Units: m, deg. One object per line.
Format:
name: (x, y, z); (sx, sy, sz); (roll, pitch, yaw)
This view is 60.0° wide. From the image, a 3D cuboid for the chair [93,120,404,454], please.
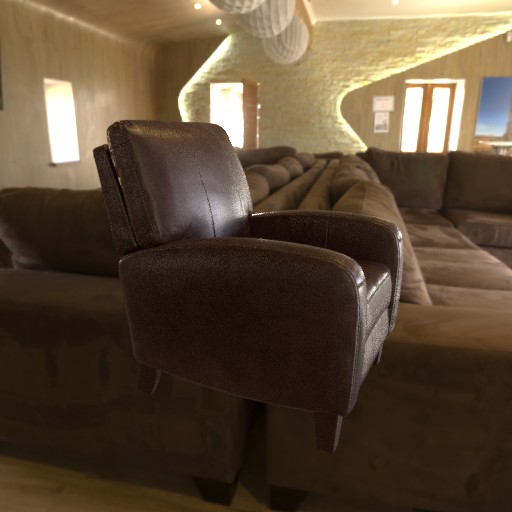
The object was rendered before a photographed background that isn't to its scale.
chair: (0.000, 0.000, 1.688); (0.990, 0.990, 0.762); (8, 17, 26)
